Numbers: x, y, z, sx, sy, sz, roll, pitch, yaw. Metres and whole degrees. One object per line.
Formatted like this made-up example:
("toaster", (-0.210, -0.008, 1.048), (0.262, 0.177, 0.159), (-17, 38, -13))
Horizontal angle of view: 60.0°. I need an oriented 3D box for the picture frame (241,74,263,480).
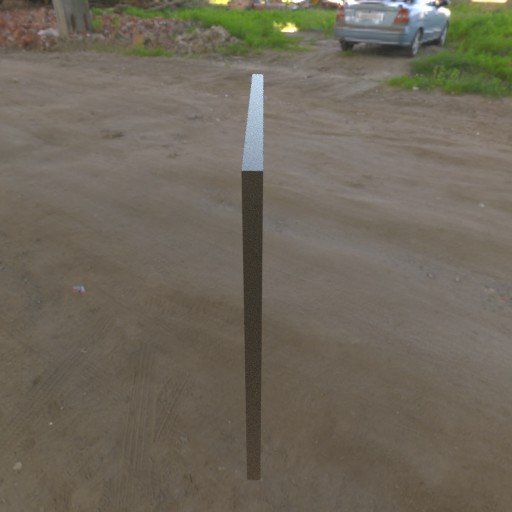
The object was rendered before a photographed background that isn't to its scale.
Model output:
("picture frame", (0.000, 0.000, 1.178), (0.032, 0.775, 0.775), (0, 32, 1))
